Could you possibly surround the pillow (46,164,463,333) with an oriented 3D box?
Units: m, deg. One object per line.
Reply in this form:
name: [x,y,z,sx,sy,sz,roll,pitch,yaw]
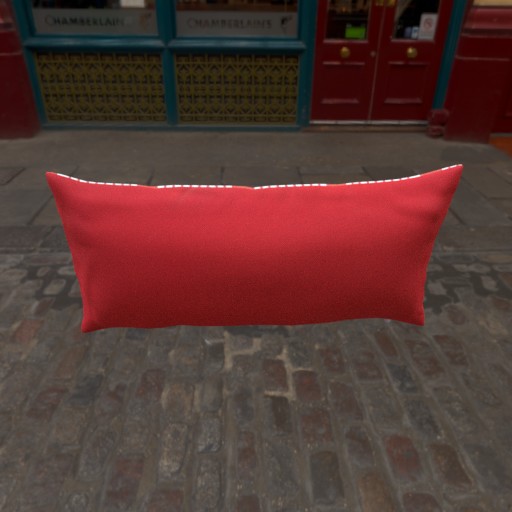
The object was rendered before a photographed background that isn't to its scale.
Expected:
pillow: [0.000,0.000,0.715,0.608,0.297,0.151,-1,29,-2]
